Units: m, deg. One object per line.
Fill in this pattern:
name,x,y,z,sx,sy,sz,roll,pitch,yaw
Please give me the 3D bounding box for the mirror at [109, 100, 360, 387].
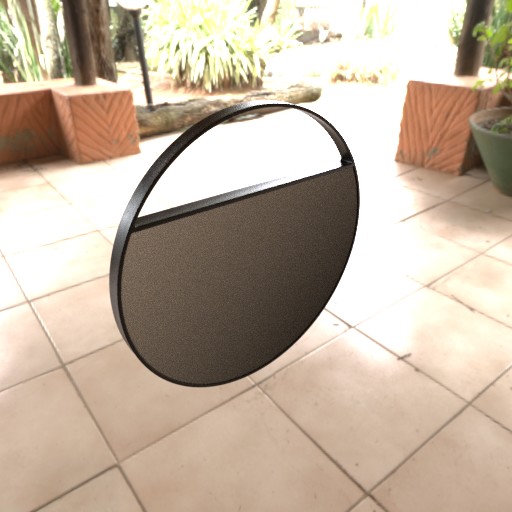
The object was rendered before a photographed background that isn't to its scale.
mirror,0.000,0.000,0.850,0.565,0.565,0.032,-22,36,-33
